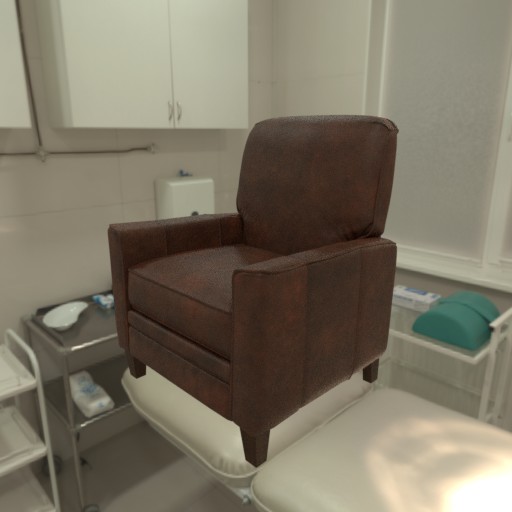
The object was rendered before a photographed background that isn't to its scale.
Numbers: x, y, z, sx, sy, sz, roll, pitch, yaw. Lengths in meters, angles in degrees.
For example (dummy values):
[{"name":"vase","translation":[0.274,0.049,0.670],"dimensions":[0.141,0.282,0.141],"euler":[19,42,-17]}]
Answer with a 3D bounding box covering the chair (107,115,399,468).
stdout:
[{"name":"chair","translation":[0.000,0.000,1.699],"dimensions":[0.836,1.043,0.843],"euler":[-15,22,-42]}]
